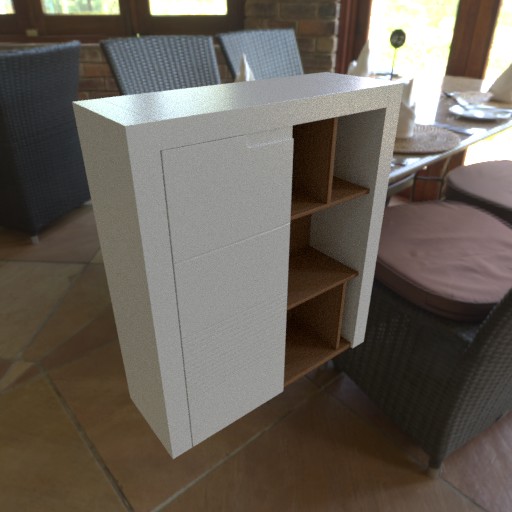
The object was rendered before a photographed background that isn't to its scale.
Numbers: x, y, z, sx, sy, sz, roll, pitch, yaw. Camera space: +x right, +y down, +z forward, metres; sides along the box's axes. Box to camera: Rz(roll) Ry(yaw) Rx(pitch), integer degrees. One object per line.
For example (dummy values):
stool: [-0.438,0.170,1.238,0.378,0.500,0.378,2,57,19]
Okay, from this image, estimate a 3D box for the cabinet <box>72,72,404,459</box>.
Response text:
cabinet: [0.000,0.000,1.628,0.990,1.150,0.348,-21,36,-32]
